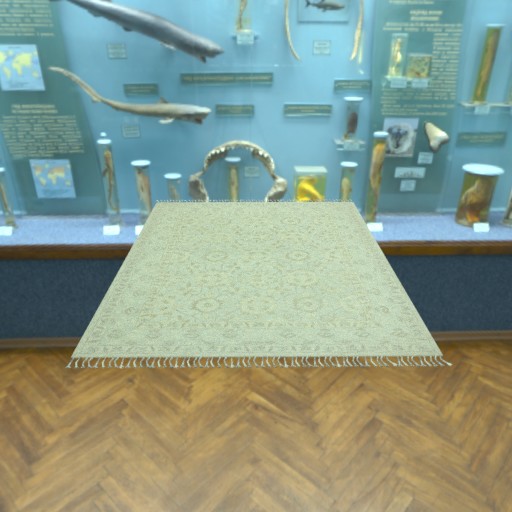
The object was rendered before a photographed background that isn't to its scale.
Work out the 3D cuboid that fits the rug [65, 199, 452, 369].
[{"bbox_3d":[0.000,0.000,4.104,2.444,0.013,3.043,0,27,0],"label":"rug"}]
